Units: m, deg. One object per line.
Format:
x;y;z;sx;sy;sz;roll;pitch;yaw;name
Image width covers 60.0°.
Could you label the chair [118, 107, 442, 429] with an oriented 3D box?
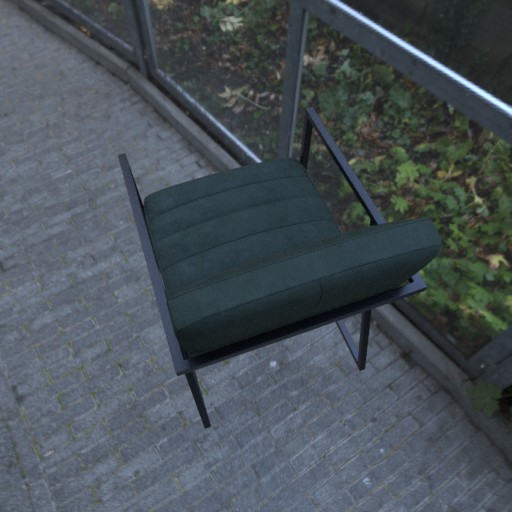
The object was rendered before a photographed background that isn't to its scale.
0.000;0.000;1.260;0.571;0.833;0.677;-17;59;-10;chair
